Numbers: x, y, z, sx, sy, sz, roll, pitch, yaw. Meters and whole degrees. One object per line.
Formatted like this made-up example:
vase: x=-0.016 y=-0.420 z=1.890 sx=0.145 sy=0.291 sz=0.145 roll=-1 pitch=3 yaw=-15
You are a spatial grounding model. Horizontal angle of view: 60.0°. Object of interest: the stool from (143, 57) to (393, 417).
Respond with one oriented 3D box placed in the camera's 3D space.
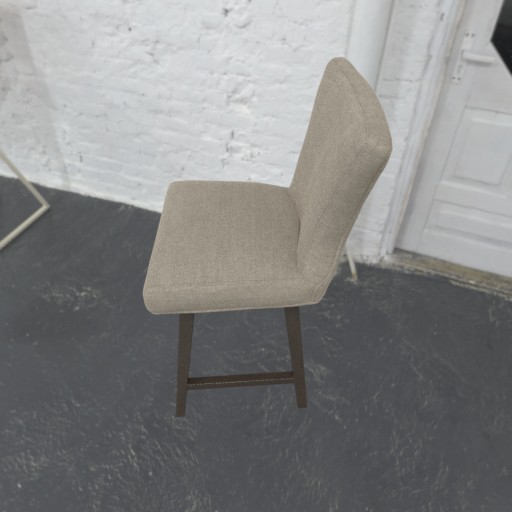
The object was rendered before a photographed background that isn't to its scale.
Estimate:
stool: x=0.000 y=0.000 z=1.336 sx=0.574 sy=1.000 sz=0.514 roll=-1 pitch=42 yaw=-1
